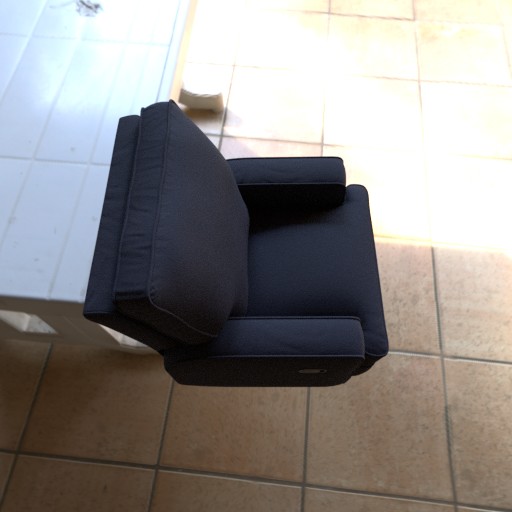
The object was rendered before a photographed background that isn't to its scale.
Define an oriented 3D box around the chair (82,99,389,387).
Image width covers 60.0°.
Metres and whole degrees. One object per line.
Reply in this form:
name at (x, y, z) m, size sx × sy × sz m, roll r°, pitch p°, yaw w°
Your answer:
chair at (0.000, 0.000, 1.707) m, size 0.964 × 0.962 × 0.861 m, roll 0°, pitch 63°, yaw 0°
